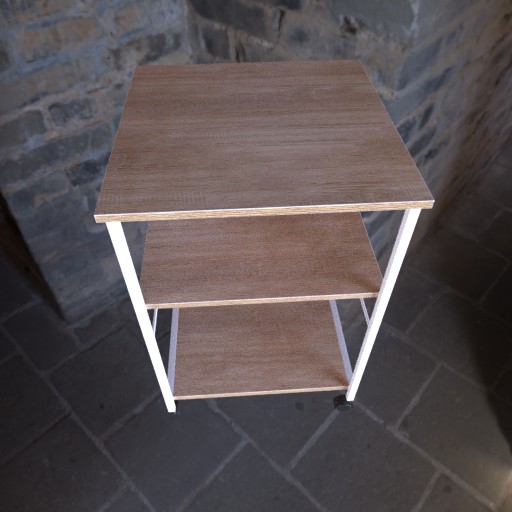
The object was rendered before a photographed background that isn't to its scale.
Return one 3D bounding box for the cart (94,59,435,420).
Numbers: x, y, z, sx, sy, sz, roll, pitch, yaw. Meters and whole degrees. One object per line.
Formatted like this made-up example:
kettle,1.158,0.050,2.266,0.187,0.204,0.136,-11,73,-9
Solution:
cart,0.000,0.000,1.130,0.521,0.762,0.520,-3,47,-3
